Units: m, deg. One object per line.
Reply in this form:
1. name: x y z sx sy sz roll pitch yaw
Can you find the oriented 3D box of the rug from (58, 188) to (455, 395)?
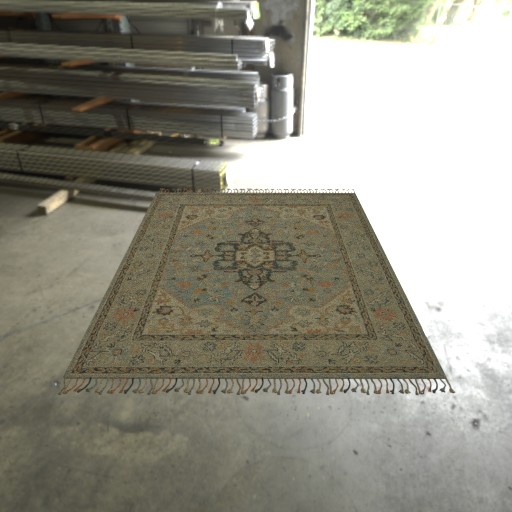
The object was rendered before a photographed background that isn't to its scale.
1. rug: 0.000 0.000 4.004 2.379 0.011 3.221 0 31 0
